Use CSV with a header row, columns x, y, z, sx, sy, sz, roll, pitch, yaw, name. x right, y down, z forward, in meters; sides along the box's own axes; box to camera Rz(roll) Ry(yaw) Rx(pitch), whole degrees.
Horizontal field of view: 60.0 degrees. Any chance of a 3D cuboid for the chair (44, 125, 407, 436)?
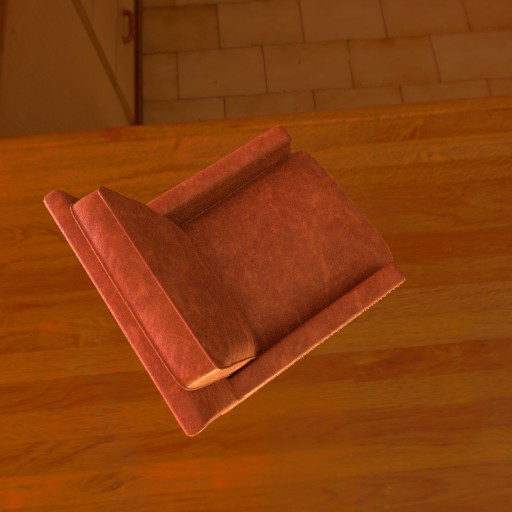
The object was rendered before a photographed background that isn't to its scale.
x,y,z,sx,sy,sz,roll,pitch,yaw,name
0.000,0.000,1.784,1.035,1.054,0.854,-34,76,-10,chair
